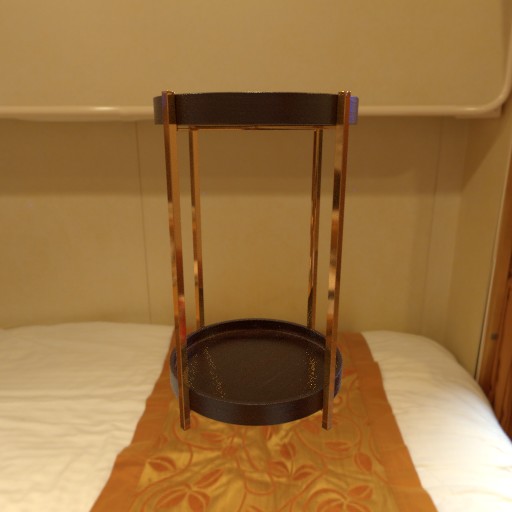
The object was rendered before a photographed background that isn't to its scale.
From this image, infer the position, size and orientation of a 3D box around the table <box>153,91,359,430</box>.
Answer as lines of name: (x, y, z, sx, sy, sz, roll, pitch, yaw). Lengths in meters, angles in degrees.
table: (0.000, 0.000, 0.901, 0.400, 0.610, 0.400, 16, 22, 43)
